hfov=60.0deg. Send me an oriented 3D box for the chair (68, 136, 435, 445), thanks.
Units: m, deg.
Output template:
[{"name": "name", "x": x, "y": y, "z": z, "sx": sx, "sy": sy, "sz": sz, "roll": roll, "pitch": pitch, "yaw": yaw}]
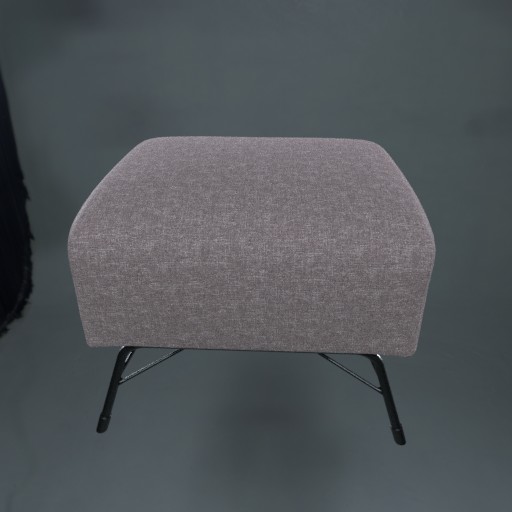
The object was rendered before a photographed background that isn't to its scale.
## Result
[{"name": "chair", "x": 0.000, "y": 0.000, "z": 0.876, "sx": 0.530, "sy": 0.410, "sz": 0.530, "roll": 1, "pitch": 30, "yaw": 2}]
